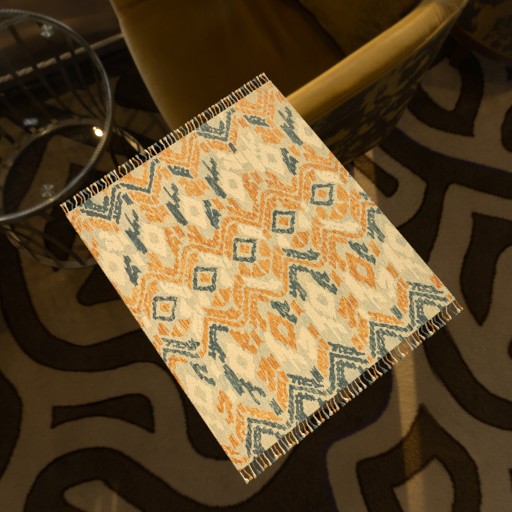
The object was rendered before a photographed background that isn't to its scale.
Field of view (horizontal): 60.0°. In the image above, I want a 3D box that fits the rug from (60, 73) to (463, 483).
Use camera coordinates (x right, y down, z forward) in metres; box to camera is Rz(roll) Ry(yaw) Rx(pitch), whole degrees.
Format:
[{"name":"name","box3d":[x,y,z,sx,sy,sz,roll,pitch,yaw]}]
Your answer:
[{"name":"rug","box3d":[0.000,0.000,4.129,2.439,0.010,3.048,-36,79,-8]}]
